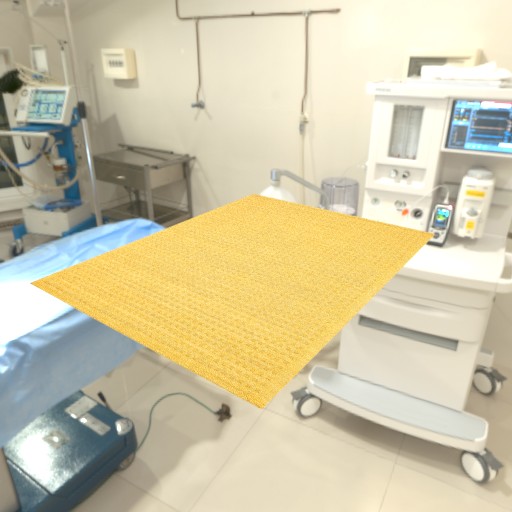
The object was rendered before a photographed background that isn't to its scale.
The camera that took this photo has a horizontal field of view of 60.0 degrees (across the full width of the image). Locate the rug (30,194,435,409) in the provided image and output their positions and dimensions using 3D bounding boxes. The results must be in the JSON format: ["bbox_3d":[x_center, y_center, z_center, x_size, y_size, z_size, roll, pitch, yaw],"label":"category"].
[{"bbox_3d":[0.000,0.000,4.360,2.486,0.015,3.242,17,30,33],"label":"rug"}]
